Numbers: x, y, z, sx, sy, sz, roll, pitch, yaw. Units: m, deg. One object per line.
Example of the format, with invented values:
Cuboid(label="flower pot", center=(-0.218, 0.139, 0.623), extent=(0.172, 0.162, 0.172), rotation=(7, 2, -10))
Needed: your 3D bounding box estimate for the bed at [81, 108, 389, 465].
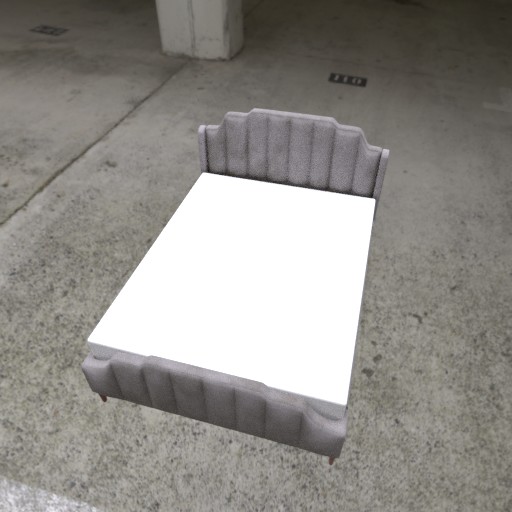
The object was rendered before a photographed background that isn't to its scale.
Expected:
Cuboid(label="bed", center=(0.000, 0.000, 3.323), extent=(1.676, 1.245, 2.340), rotation=(11, 43, 12))
